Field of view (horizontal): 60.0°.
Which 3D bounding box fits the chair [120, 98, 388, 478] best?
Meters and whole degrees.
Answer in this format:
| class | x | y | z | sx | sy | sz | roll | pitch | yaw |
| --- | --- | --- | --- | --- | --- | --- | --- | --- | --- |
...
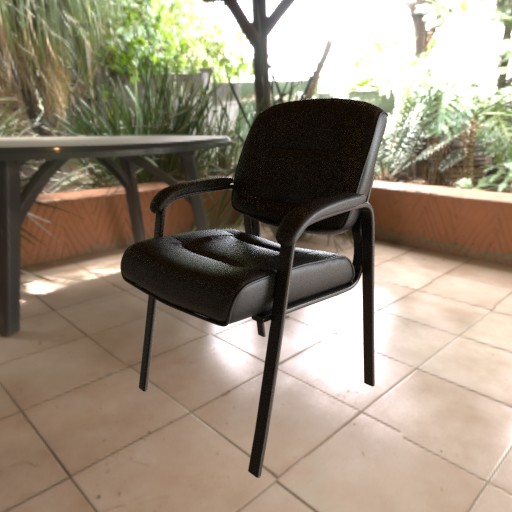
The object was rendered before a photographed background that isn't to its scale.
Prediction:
| class | x | y | z | sx | sy | sz | roll | pitch | yaw |
| --- | --- | --- | --- | --- | --- | --- | --- | --- | --- |
| chair | 0.000 | 0.000 | 1.326 | 0.591 | 0.910 | 0.668 | 16 | 23 | 42 |
